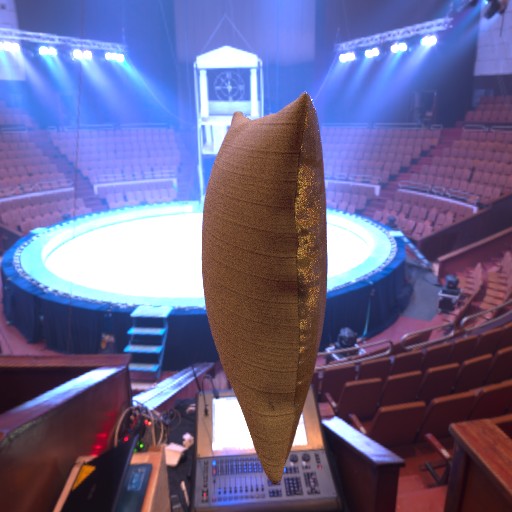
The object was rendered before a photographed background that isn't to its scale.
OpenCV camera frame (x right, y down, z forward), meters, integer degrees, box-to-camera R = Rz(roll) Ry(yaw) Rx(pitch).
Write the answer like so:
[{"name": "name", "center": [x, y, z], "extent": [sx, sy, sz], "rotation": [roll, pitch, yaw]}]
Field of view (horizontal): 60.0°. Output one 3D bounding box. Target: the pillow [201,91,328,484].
[{"name": "pillow", "center": [0.000, 0.000, 0.710], "extent": [0.175, 0.464, 0.470], "rotation": [-3, 17, -9]}]
